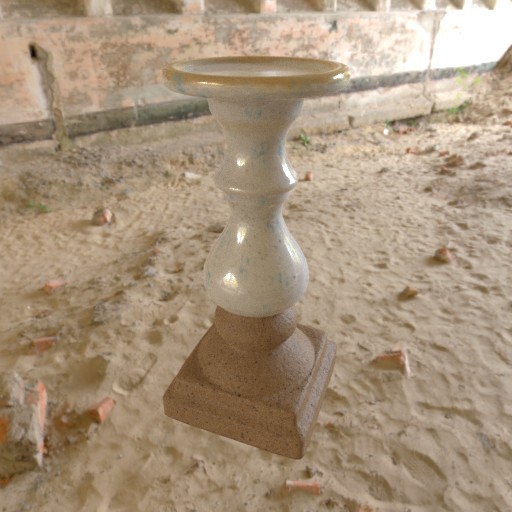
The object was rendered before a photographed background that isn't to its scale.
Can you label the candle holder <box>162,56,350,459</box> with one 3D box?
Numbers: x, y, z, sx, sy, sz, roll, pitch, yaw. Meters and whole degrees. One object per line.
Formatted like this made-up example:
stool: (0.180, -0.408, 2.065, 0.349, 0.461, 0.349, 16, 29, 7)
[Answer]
candle holder: (0.000, 0.000, 0.299, 0.110, 0.239, 0.110, 11, 31, 18)
